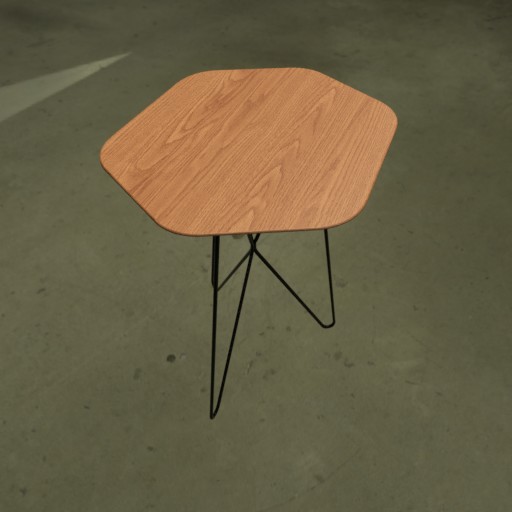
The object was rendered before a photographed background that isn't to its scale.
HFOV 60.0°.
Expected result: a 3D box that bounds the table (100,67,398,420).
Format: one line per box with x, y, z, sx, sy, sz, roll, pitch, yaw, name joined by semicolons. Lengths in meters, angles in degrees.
0.000;0.000;0.895;0.400;0.562;0.500;17;49;16;table
